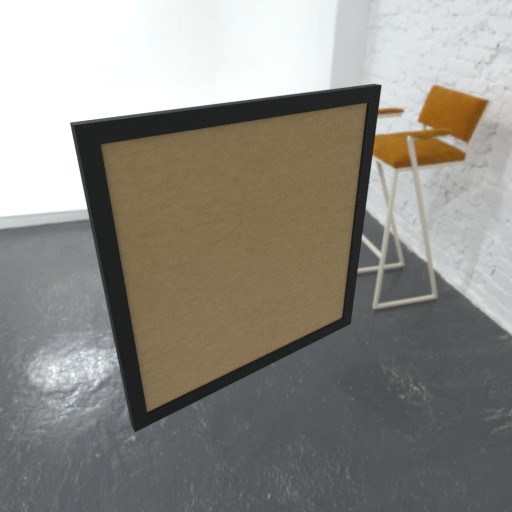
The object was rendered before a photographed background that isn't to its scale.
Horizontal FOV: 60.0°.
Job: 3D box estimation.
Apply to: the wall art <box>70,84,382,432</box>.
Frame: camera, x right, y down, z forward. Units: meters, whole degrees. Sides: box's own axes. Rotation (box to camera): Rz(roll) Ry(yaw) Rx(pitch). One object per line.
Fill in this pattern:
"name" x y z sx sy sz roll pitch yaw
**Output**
"wall art" 0.000 0.000 0.529 0.358 0.357 0.012 -19 34 -30
